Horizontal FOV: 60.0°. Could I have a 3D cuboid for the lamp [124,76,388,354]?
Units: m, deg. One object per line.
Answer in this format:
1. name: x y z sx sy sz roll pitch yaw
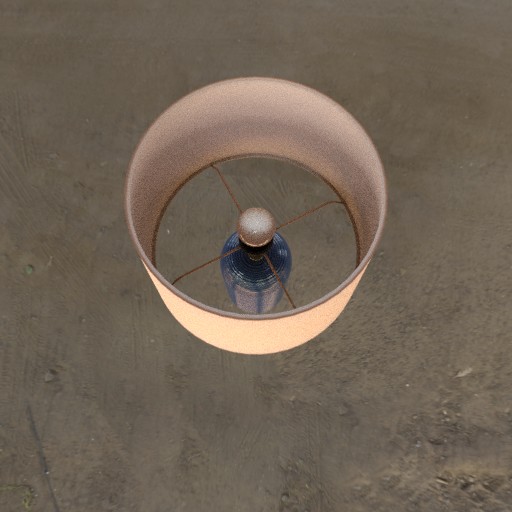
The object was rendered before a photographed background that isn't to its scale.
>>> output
1. lamp: 0.000 0.000 0.830 0.367 0.609 0.367 0 74 0
